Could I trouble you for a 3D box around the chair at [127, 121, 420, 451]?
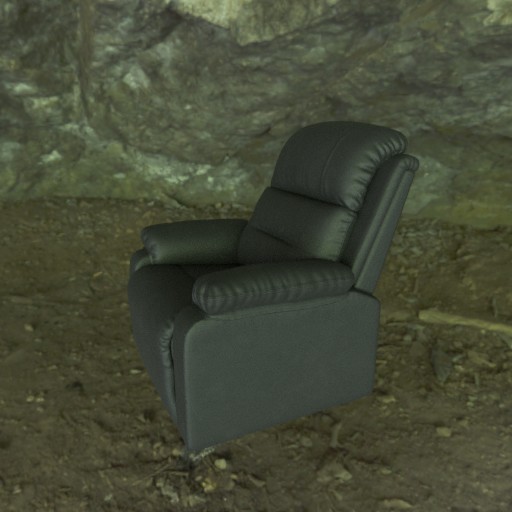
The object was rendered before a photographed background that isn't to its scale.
[{"bbox_3d":[0.000,0.000,1.701,0.919,0.992,0.855,-8,19,-25],"label":"chair"}]
